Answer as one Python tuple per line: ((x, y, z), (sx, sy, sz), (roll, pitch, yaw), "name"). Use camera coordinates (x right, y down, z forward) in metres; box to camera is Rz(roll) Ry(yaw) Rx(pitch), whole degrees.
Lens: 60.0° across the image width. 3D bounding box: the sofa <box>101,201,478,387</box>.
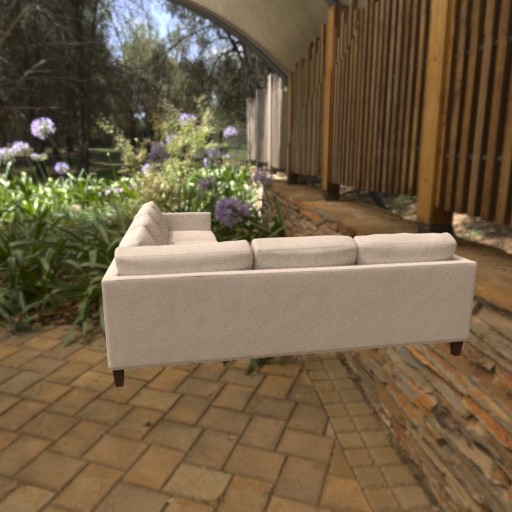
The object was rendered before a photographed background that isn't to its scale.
((0.000, 0.000, 4.304), (2.432, 0.863, 3.182), (-2, 13, -11), "sofa")
